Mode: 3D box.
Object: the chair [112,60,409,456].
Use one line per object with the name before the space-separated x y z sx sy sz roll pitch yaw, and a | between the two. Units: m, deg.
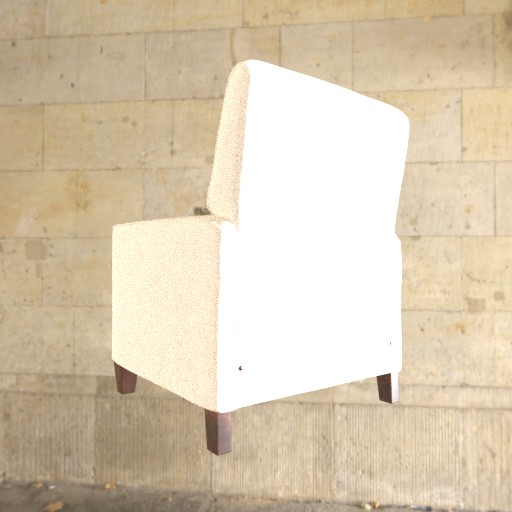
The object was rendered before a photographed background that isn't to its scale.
chair | 0.000 0.000 1.617 0.841 1.028 0.858 1 -2 -37
